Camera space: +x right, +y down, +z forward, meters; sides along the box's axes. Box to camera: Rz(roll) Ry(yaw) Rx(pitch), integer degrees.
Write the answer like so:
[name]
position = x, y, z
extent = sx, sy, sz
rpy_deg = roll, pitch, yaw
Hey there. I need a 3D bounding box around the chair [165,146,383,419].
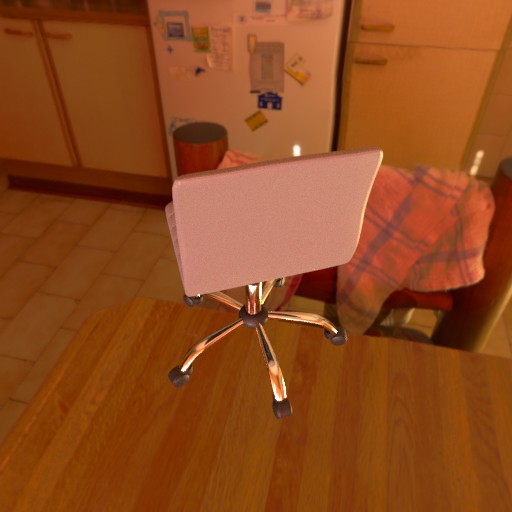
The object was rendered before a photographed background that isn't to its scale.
[chair]
position = 0.000, 0.000, 1.162
extent = 0.569, 0.750, 0.542
rpy_deg = -11, 42, -13
